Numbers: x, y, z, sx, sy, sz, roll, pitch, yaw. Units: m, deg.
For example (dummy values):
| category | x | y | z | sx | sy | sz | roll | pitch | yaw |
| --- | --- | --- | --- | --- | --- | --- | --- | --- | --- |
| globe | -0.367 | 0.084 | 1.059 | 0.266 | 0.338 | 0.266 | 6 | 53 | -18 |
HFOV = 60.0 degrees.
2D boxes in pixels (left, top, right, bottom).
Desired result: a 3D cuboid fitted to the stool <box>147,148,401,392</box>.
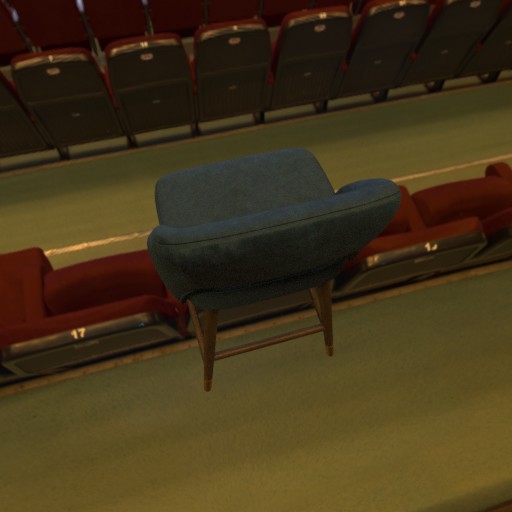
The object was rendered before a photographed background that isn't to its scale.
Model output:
| category | x | y | z | sx | sy | sz | roll | pitch | yaw |
| --- | --- | --- | --- | --- | --- | --- | --- | --- | --- |
| stool | 0.000 | 0.000 | 1.239 | 0.536 | 0.925 | 0.524 | -14 | 57 | -9 |
